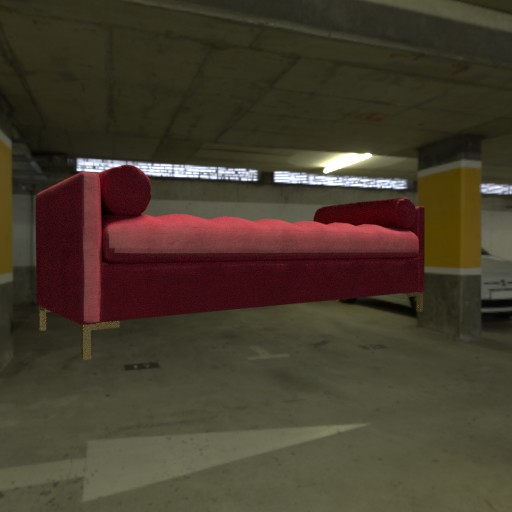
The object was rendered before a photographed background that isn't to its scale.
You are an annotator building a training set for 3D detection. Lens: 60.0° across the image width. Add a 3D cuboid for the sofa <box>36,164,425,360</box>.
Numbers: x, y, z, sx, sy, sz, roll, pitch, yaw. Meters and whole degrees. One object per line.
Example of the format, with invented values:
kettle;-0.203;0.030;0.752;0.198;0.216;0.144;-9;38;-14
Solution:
sofa;0.000;0.000;2.445;2.102;0.705;0.796;-1;1;-37
